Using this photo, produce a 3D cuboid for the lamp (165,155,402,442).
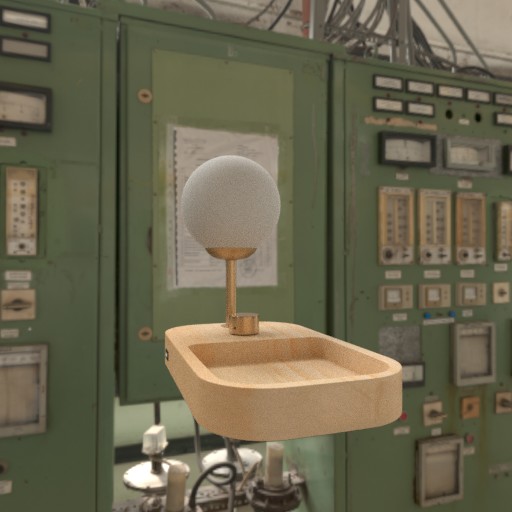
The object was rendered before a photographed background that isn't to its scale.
[{"bbox_3d":[0.000,0.000,0.467,0.173,0.253,0.331,0,0,-18],"label":"lamp"}]
